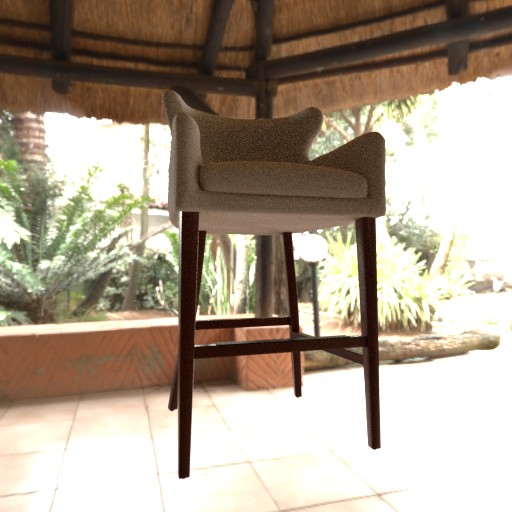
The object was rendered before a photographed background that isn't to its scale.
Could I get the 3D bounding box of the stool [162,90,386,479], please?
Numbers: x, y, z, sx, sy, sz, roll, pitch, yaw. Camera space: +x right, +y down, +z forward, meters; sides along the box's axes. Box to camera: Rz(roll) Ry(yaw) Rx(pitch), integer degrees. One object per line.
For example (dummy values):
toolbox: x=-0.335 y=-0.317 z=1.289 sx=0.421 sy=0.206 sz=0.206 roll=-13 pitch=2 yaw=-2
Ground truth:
stool: x=0.000 y=0.000 z=1.345 sx=0.556 sy=1.034 sz=0.563 roll=0 pitch=0 yaw=-18
